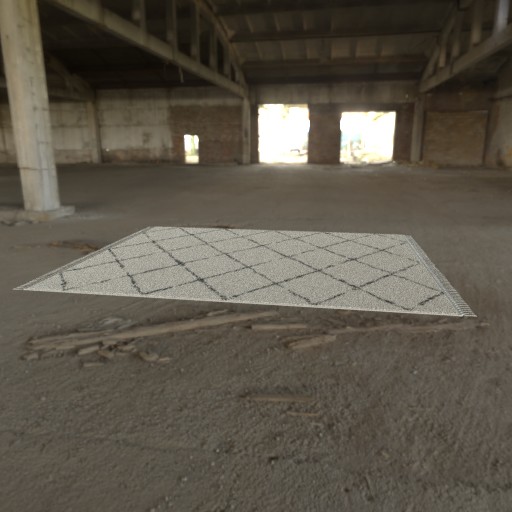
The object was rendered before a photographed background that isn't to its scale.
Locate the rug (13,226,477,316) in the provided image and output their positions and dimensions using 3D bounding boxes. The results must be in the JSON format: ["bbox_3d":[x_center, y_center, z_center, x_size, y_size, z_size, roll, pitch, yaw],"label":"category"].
[{"bbox_3d":[0.000,0.000,3.988,3.051,0.013,2.380,2,15,9],"label":"rug"}]
